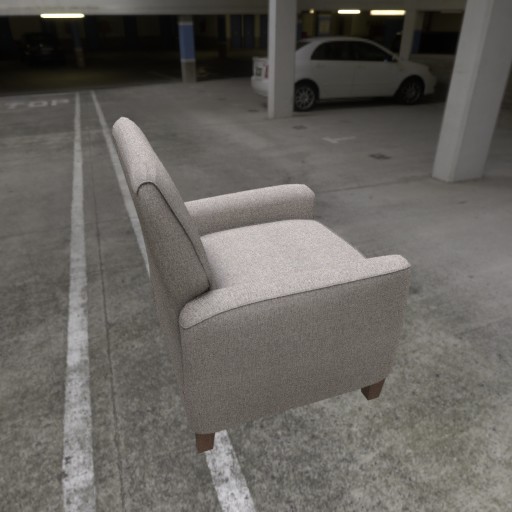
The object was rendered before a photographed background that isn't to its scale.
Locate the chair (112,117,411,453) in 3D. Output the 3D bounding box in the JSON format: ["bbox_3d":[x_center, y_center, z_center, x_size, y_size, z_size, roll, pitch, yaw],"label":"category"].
[{"bbox_3d":[0.000,0.000,1.666,0.864,1.014,0.848,-10,31,-18],"label":"chair"}]
